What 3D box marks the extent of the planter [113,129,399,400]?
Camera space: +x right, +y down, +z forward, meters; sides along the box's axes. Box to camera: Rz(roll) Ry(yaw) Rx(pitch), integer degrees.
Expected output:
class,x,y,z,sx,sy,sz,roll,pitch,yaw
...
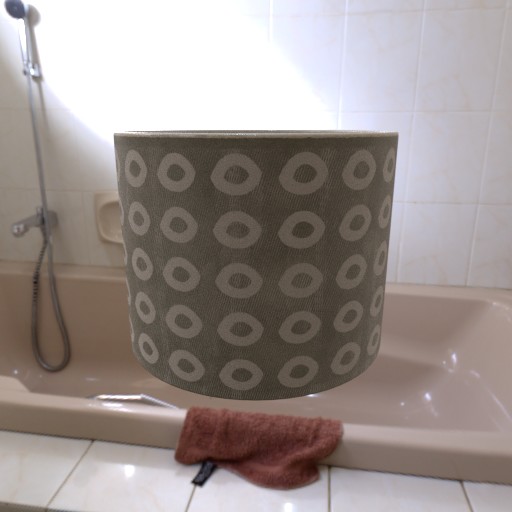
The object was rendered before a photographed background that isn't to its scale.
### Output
class,x,y,z,sx,sy,sz,roll,pitch,yaw
planter,0.000,0.000,0.334,0.190,0.181,0.190,0,16,0
